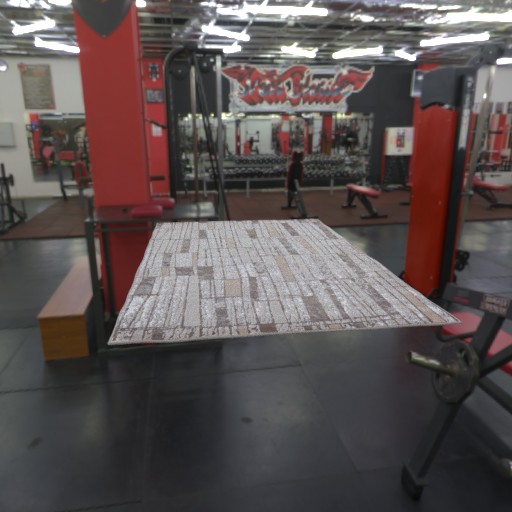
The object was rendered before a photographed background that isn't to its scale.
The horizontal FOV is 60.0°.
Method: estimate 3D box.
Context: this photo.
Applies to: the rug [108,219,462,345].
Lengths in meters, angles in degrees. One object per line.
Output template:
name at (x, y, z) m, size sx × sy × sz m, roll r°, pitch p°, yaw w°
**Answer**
rug at (0.000, 0.000, 3.032) m, size 1.531 × 0.023 × 2.444 m, roll -2°, pitch 16°, yaw -7°
